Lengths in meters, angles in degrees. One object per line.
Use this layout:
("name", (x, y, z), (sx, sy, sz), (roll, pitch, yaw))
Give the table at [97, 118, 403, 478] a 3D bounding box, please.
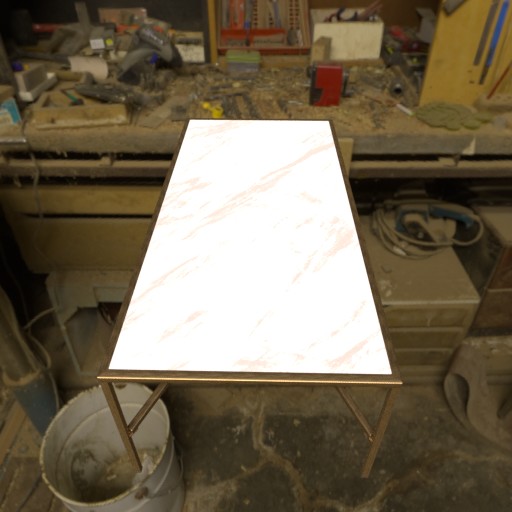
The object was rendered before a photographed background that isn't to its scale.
("table", (0.000, 0.000, 1.417), (0.577, 0.405, 1.197), (1, 40, 1))
